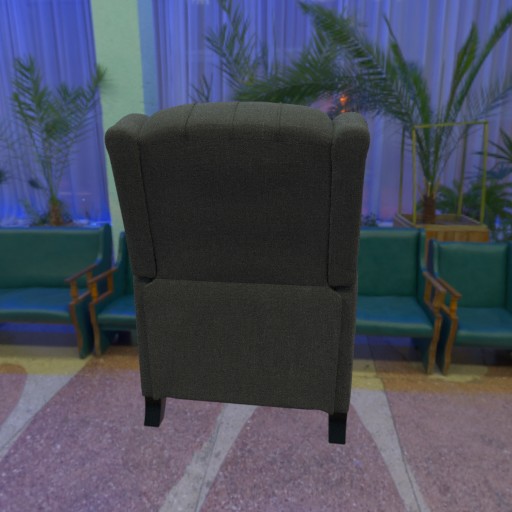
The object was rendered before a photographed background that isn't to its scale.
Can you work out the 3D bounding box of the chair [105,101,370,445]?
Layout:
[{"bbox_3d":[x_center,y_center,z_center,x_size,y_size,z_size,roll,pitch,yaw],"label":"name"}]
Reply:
[{"bbox_3d":[0.000,0.000,1.629,0.742,1.035,0.898,2,16,8],"label":"chair"}]
